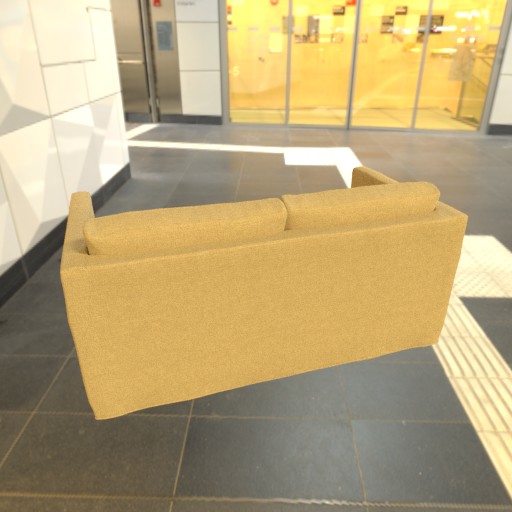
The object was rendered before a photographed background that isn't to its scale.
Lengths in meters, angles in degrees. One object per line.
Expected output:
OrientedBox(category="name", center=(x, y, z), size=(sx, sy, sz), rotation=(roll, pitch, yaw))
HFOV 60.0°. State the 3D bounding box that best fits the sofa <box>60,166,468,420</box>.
OrientedBox(category="sofa", center=(0.000, 0.000, 2.288), size=(1.766, 0.828, 0.956), rotation=(-8, 27, -16))
